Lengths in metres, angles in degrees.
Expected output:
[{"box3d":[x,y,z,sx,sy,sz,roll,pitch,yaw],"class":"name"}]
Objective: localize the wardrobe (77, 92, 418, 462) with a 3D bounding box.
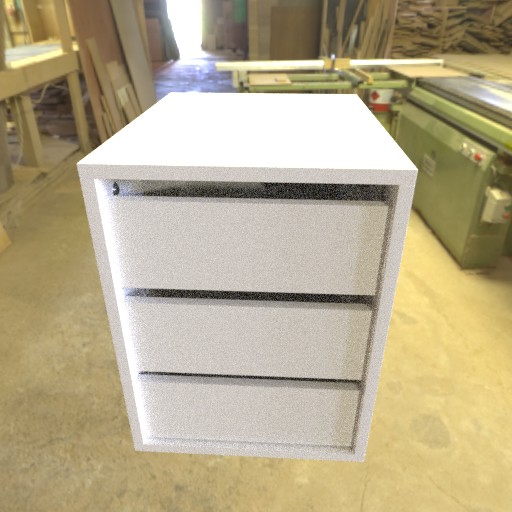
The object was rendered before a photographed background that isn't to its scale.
[{"box3d":[0.000,0.000,0.861,0.400,0.520,0.500,2,29,3],"class":"wardrobe"}]
